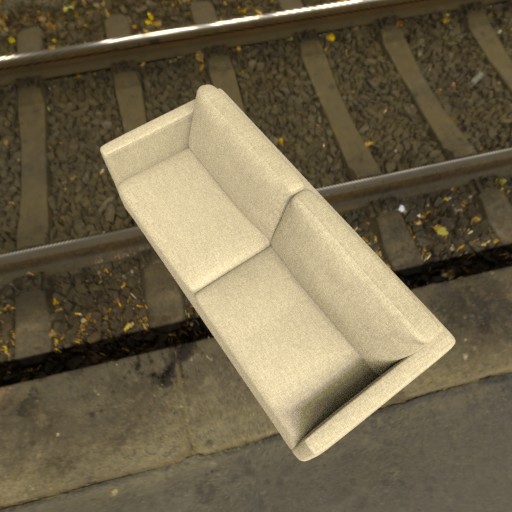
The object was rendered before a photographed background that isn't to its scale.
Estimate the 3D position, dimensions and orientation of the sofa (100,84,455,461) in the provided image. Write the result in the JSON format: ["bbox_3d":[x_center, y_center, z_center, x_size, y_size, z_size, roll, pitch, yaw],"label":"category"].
[{"bbox_3d":[0.000,0.000,2.746,0.956,0.960,2.208,-32,67,-15],"label":"sofa"}]
